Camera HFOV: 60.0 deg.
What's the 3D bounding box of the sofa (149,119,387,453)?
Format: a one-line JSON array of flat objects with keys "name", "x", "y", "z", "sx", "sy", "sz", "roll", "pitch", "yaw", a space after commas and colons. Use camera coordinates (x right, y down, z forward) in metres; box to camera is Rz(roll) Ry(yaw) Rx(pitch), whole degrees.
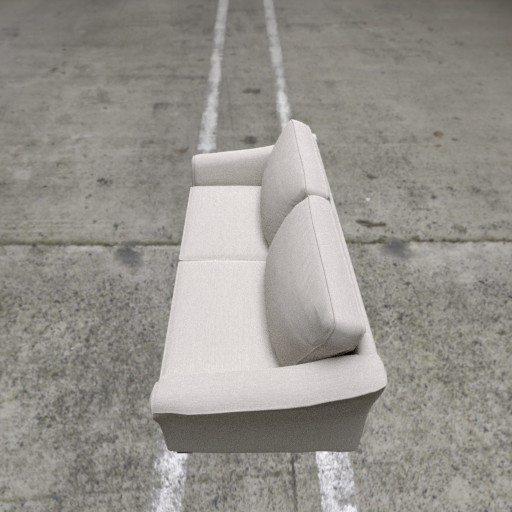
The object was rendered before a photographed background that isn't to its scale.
[{"name": "sofa", "x": 0.000, "y": 0.000, "z": 2.731, "sx": 0.980, "sy": 0.965, "sz": 2.270, "roll": -1, "pitch": 40, "yaw": -1}]
